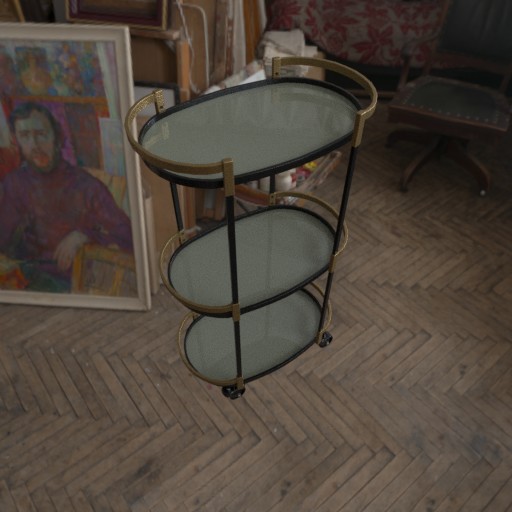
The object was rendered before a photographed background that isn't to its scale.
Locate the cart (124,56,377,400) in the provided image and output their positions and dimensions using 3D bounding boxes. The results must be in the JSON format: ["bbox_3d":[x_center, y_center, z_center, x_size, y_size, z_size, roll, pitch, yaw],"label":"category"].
[{"bbox_3d":[0.000,0.000,1.188,0.515,0.885,0.311,-25,52,-21],"label":"cart"}]
